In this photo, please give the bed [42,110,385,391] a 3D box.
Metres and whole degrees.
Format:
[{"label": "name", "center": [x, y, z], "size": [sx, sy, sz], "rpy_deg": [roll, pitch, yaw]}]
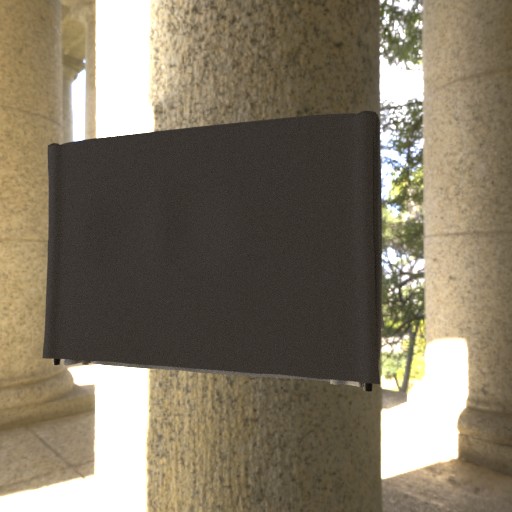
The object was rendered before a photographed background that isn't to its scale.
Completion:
[{"label": "bed", "center": [0.000, 0.000, 3.400], "size": [1.925, 1.332, 2.276], "rpy_deg": [0, -1, 18]}]
